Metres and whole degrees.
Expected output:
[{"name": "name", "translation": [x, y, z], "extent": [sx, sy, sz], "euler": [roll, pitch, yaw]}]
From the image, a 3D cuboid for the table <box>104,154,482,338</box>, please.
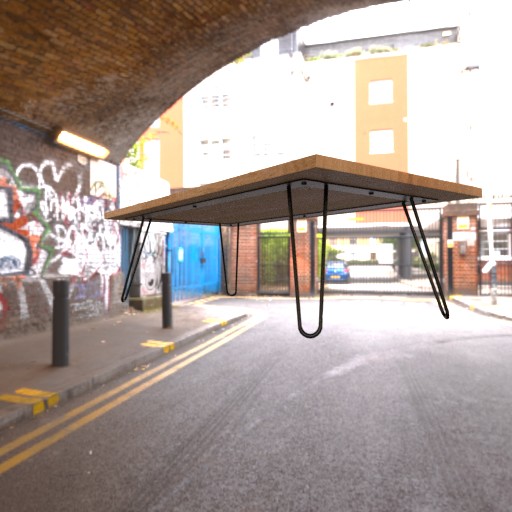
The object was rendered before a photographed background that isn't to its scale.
[{"name": "table", "translation": [0.000, 0.000, 1.664], "extent": [0.699, 0.400, 1.348], "euler": [1, -1, -37]}]
